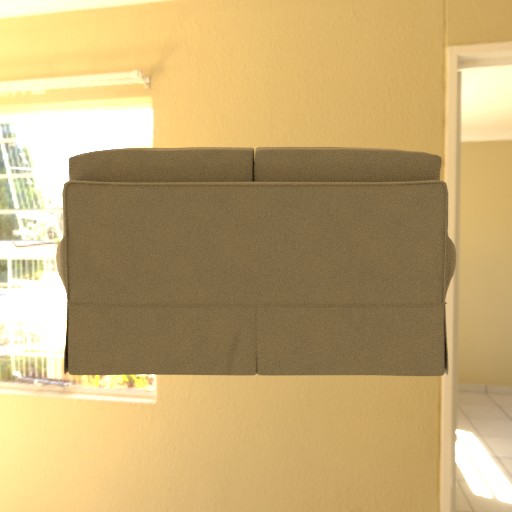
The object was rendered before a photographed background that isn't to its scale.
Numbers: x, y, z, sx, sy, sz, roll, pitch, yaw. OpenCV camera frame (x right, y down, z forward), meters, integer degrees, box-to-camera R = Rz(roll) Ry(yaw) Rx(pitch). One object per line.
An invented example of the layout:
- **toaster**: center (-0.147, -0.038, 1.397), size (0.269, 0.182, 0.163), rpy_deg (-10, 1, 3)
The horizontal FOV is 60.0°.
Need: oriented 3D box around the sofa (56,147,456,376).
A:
- **sofa**: center (0.000, 0.000, 2.312), size (1.823, 1.024, 0.841), rpy_deg (0, 1, 0)
